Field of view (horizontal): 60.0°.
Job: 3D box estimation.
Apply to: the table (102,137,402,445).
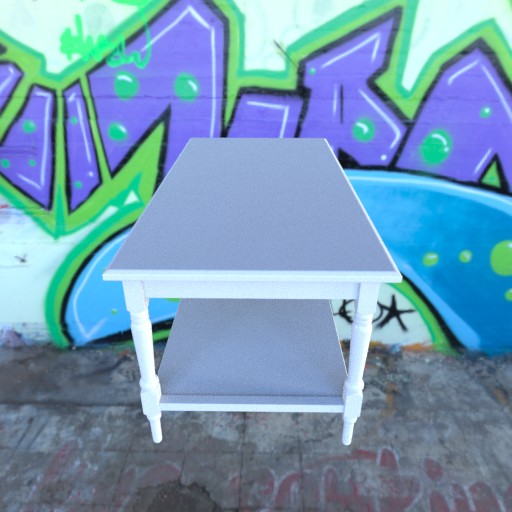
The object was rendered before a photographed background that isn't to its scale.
[{"bbox_3d":[0.000,0.000,1.418,0.551,0.506,1.109,0,27,1],"label":"table"}]
